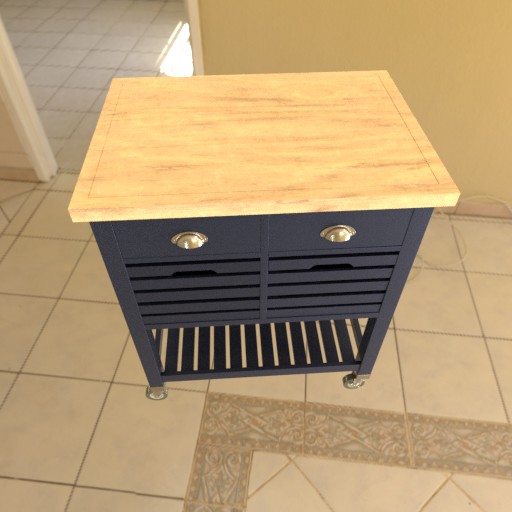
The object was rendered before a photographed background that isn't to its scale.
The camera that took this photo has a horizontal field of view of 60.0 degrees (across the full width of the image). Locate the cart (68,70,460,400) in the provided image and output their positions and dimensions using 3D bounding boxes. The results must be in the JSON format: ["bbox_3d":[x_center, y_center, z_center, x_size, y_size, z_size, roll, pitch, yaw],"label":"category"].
[{"bbox_3d":[0.000,0.000,1.412,0.797,0.920,0.567,-3,47,-3],"label":"cart"}]
